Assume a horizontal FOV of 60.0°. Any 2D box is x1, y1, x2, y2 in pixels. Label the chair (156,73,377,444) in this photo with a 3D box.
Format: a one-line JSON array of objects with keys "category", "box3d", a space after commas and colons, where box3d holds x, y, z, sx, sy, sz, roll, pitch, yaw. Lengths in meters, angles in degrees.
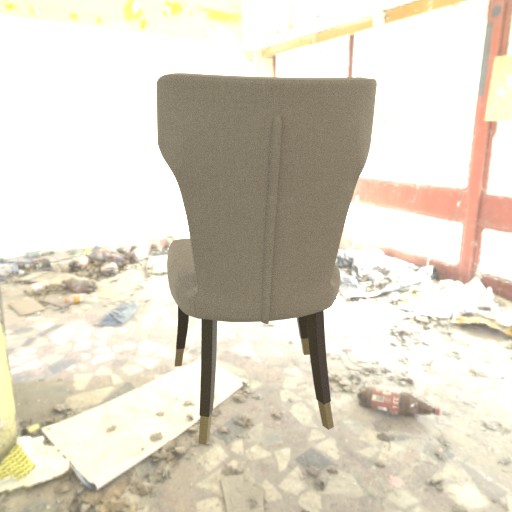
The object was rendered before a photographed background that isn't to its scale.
[{"category": "chair", "box3d": [0.000, 0.000, 1.307, 0.526, 0.950, 0.630, -3, 16, -10]}]
